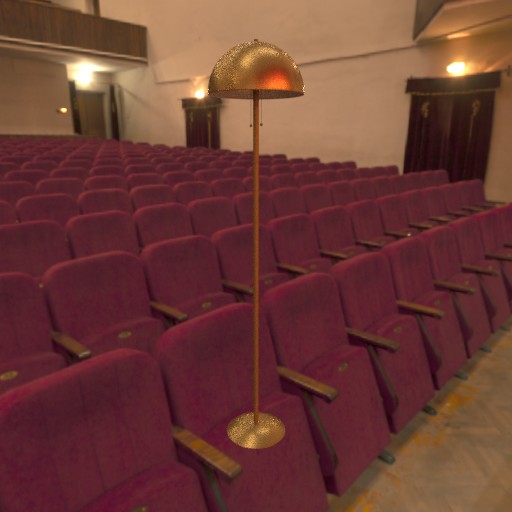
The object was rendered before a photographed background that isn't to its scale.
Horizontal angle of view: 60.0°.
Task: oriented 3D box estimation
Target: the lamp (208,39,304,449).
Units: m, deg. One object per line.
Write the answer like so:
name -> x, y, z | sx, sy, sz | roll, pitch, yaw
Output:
lamp -> 0.000, 0.000, 1.650 | 0.328, 1.480, 0.328 | 13, 19, 41
